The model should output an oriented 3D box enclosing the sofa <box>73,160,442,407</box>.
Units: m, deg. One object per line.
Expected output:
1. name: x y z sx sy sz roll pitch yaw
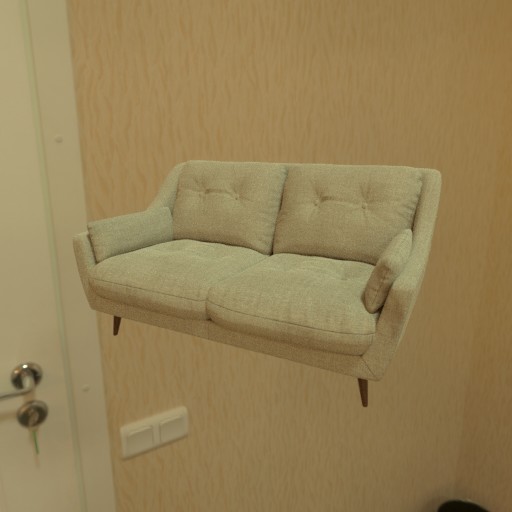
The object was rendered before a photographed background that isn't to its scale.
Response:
1. sofa: 0.000 0.000 2.225 1.652 0.888 0.965 8 17 28
